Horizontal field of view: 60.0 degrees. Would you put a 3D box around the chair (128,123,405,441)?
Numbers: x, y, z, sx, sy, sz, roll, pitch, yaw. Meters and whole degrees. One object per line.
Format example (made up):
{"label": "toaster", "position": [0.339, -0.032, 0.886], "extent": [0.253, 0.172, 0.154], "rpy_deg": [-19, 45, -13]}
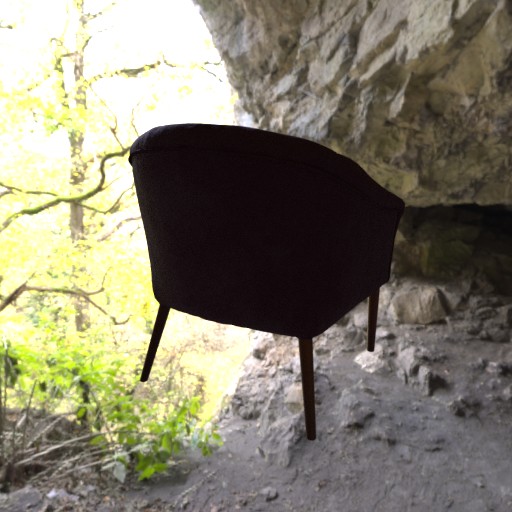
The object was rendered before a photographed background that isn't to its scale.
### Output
{"label": "chair", "position": [0.000, 0.000, 1.532], "extent": [0.851, 0.885, 0.776], "rpy_deg": [9, 19, 27]}
